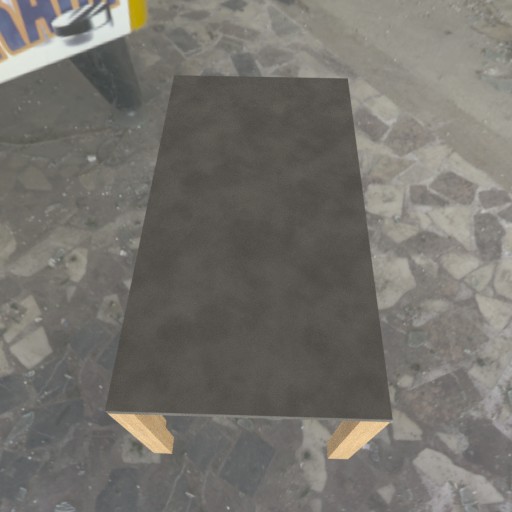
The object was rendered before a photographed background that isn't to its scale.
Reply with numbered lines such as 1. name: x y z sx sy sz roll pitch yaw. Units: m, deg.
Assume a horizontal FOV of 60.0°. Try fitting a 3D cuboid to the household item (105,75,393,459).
1. household item: 0.000 0.000 2.055 0.850 0.755 1.600 1 57 1
